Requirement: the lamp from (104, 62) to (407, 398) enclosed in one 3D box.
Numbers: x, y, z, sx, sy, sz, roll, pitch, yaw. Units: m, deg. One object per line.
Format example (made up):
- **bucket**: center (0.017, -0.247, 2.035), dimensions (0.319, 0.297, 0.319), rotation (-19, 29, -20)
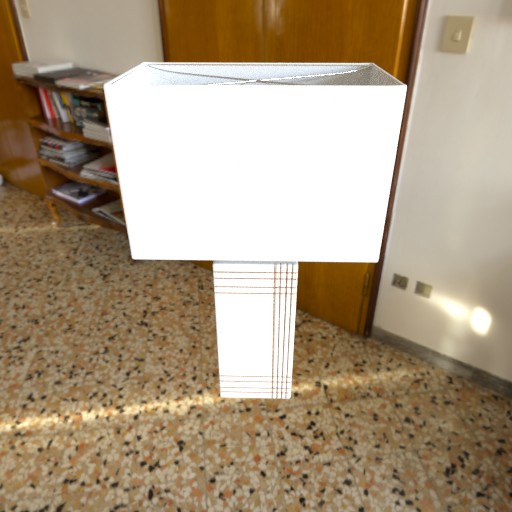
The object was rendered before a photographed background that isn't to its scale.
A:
- **lamp**: center (0.000, 0.000, 0.700), dimensions (0.334, 0.543, 0.182), rotation (1, 31, 1)
